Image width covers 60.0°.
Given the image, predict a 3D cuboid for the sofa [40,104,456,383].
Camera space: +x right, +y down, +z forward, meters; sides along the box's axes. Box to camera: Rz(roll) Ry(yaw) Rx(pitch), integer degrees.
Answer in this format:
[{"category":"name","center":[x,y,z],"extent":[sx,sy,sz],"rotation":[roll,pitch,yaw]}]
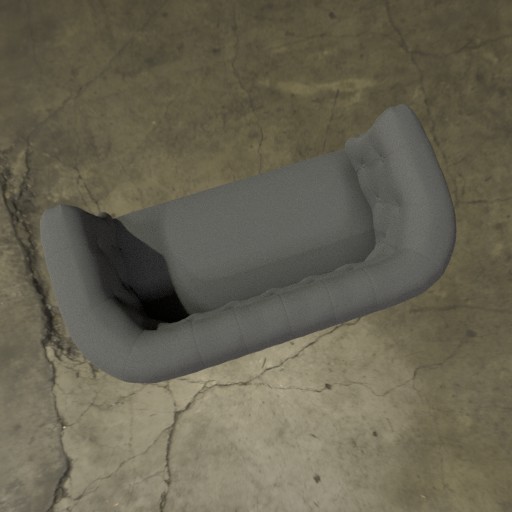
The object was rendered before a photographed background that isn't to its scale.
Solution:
[{"category":"sofa","center":[0.000,0.000,1.998],"extent":[1.558,0.827,0.835],"rotation":[-18,76,-5]}]
